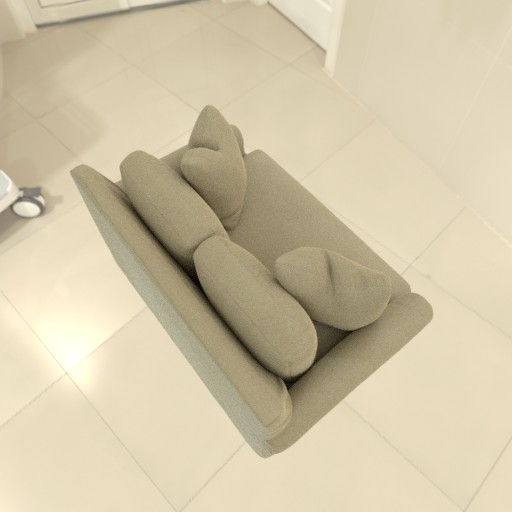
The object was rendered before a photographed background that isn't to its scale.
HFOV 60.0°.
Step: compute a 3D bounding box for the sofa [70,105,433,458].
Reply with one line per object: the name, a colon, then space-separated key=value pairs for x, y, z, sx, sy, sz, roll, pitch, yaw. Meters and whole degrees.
sofa: x=0.000 y=0.000 z=2.195 sx=1.070 sy=0.905 sz=1.550 roll=-34 pitch=64 yaw=-19
